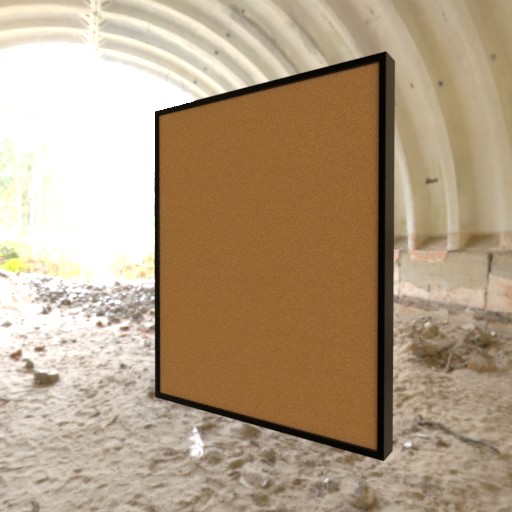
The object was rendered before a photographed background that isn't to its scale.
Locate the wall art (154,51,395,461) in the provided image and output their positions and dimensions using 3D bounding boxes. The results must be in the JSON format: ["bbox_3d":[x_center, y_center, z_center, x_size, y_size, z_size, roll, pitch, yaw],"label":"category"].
[{"bbox_3d":[0.000,0.000,0.742,0.451,0.553,0.039,1,1,35],"label":"wall art"}]
